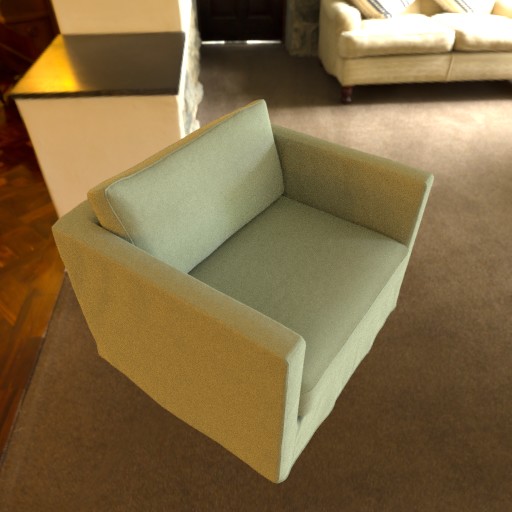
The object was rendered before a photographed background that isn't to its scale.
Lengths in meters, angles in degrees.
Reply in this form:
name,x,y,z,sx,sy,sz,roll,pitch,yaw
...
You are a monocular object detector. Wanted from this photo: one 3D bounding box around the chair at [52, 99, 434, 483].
name,x,y,z,sx,sy,sz,roll,pitch,yaw
chair,0.000,0.000,1.712,0.949,0.863,1.057,25,48,26
